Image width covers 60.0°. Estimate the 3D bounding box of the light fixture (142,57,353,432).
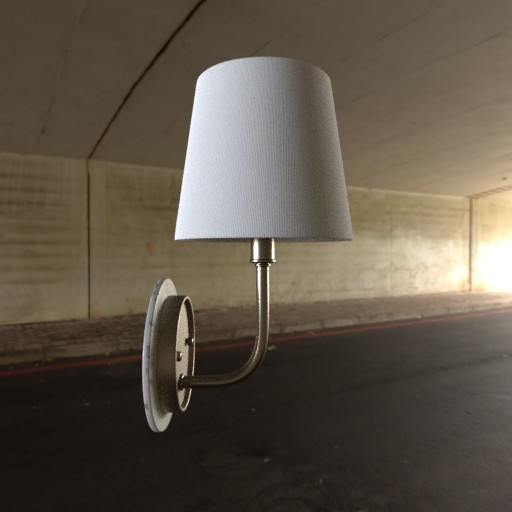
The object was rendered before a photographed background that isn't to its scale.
[{"bbox_3d":[0.000,0.000,0.437,0.188,0.337,0.168,0,0,1],"label":"light fixture"}]
